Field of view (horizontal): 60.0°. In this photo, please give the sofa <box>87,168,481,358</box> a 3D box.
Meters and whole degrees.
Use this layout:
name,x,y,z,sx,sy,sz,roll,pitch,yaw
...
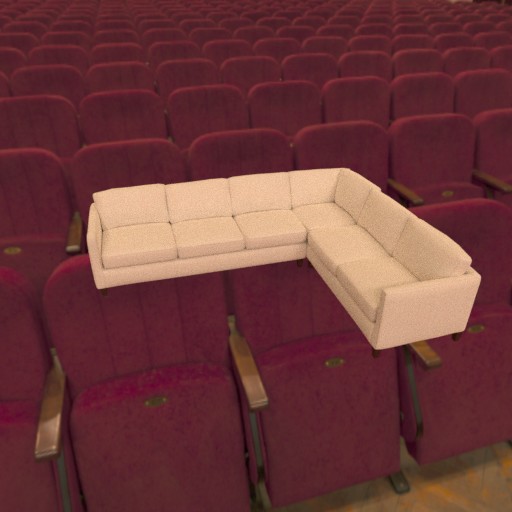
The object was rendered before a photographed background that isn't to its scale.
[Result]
name,x,y,z,sx,sy,sz,roll,pitch,yaw
sofa,0.000,0.000,4.540,3.302,0.947,2.593,-8,31,-13
